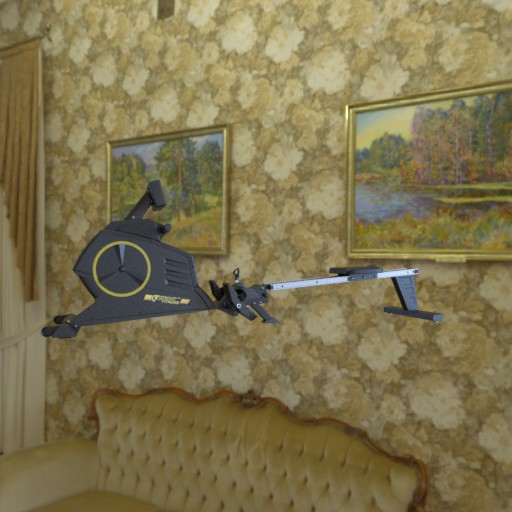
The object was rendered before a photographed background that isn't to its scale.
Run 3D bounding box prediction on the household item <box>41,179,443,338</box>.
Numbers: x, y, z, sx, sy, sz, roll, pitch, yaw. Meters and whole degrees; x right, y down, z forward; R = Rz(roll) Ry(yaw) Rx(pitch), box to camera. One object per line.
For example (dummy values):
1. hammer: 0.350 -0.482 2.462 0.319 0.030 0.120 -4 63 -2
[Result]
1. household item: 0.000 0.000 2.632 2.251 0.810 0.521 0 -1 -18
